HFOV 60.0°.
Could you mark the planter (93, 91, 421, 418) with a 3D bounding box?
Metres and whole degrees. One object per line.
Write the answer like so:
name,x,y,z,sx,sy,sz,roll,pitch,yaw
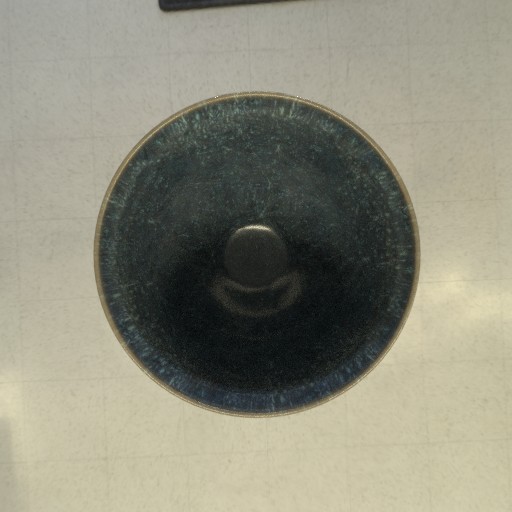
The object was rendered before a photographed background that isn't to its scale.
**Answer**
planter,0.000,0.000,0.369,0.195,0.214,0.195,0,89,-1
